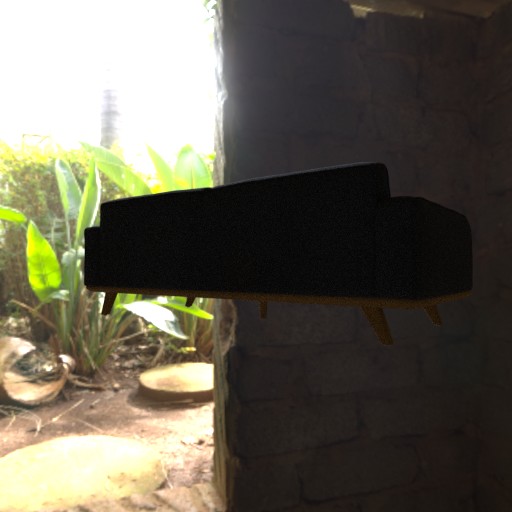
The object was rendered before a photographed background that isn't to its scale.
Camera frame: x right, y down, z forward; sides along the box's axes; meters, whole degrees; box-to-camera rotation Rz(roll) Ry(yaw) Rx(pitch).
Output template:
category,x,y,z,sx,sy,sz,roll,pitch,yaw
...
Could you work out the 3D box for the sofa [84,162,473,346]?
category,x,y,z,sx,sy,sz,roll,pitch,yaw
sofa,0.000,0.000,2.709,2.270,0.782,0.953,-1,-2,37
